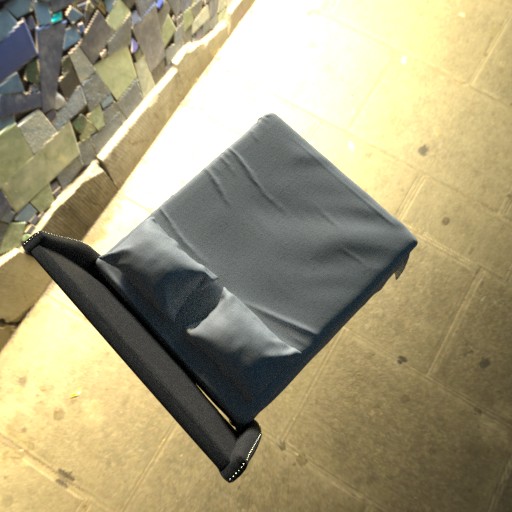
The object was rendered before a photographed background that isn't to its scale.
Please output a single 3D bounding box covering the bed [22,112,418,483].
[{"bbox_3d":[0.000,0.000,3.406,2.276,1.332,1.925,-43,78,-11],"label":"bed"}]
